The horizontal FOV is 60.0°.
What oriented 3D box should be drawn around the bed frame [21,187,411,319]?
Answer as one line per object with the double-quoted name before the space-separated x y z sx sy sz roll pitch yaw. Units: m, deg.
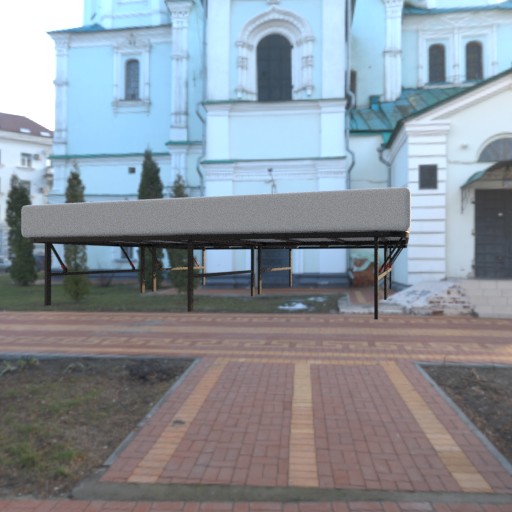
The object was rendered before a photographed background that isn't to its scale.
"bed frame" 0.000 0.000 2.970 1.935 0.525 2.033 0 0 19
